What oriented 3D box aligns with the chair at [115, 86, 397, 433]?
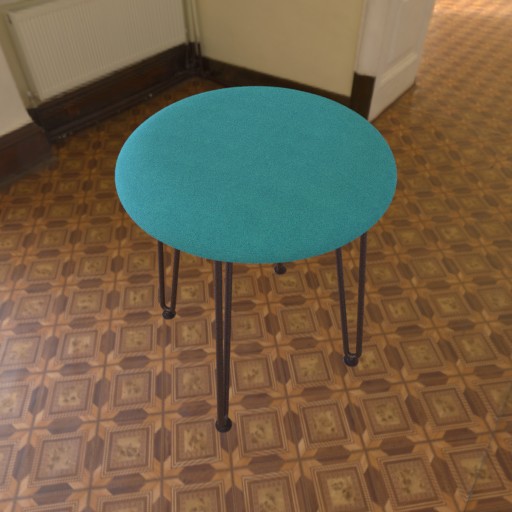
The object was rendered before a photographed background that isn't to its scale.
[{"bbox_3d":[0.000,0.000,0.686,0.350,0.430,0.350,-31,52,-27],"label":"chair"}]
